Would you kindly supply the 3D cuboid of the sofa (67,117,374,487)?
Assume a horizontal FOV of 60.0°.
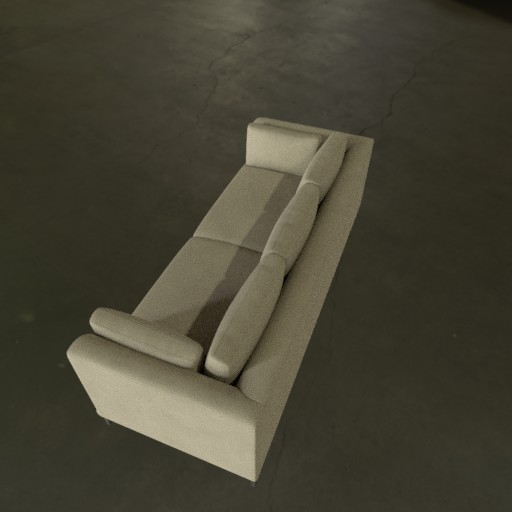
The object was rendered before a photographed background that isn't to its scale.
[{"bbox_3d":[0.000,0.000,2.921,0.969,0.867,2.415,16,47,15],"label":"sofa"}]
